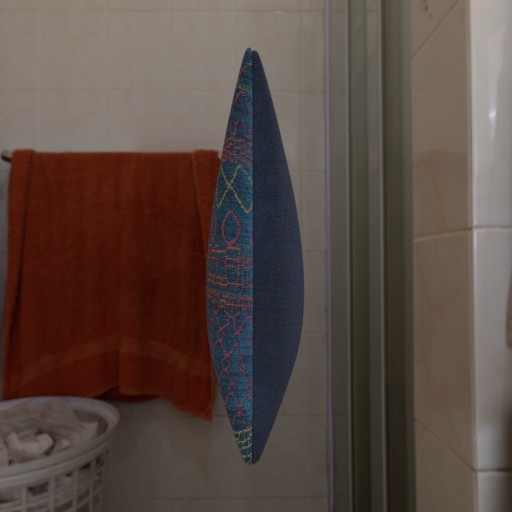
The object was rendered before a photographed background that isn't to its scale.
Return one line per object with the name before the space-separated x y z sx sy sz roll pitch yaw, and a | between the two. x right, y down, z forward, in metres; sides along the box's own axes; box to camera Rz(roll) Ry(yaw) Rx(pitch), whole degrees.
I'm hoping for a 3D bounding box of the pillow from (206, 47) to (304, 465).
pillow | 0.000 0.000 0.657 0.141 0.431 0.431 0 -1 1
